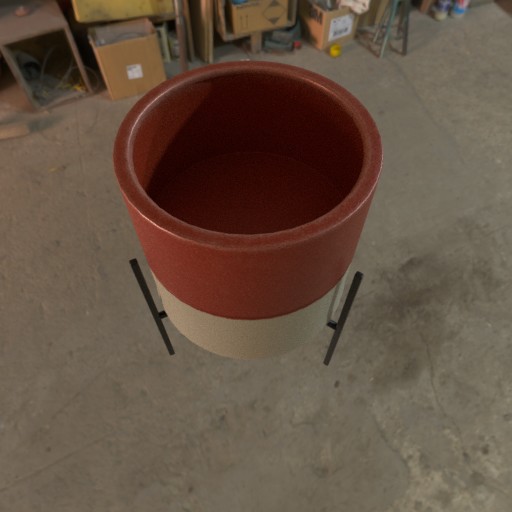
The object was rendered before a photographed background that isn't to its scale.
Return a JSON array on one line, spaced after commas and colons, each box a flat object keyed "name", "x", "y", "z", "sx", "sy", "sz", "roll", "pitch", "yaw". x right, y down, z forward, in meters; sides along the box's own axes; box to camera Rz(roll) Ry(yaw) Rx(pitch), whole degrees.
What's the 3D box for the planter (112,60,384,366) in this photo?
[{"name": "planter", "x": 0.000, "y": 0.000, "z": 0.528, "sx": 0.251, "sy": 0.354, "sz": 0.235, "roll": 30, "pitch": 61, "yaw": 18}]
